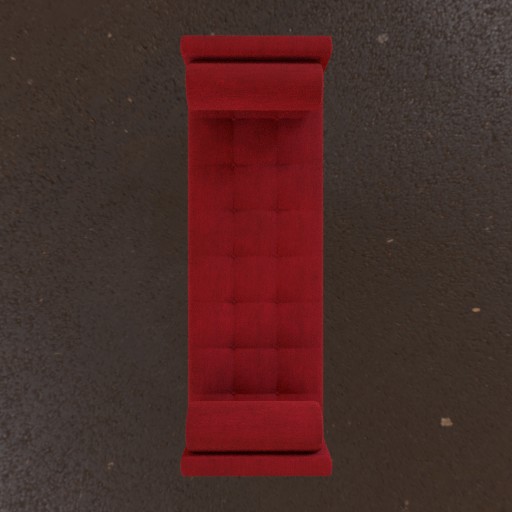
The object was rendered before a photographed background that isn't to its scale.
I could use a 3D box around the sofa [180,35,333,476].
[{"bbox_3d":[0.000,0.000,2.282,0.686,0.635,1.981,0,90,0],"label":"sofa"}]
